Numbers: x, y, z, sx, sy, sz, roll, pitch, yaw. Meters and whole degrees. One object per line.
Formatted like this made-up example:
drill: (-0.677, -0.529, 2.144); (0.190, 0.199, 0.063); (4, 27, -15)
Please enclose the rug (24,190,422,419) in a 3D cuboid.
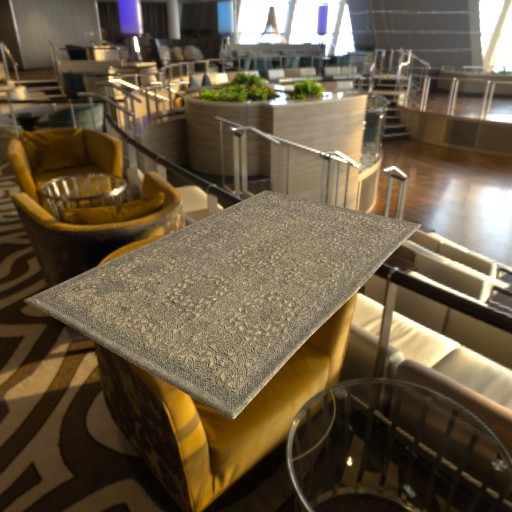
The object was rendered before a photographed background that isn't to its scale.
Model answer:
rug: (0.000, 0.000, 3.072); (1.535, 0.022, 2.498); (17, 31, 31)
